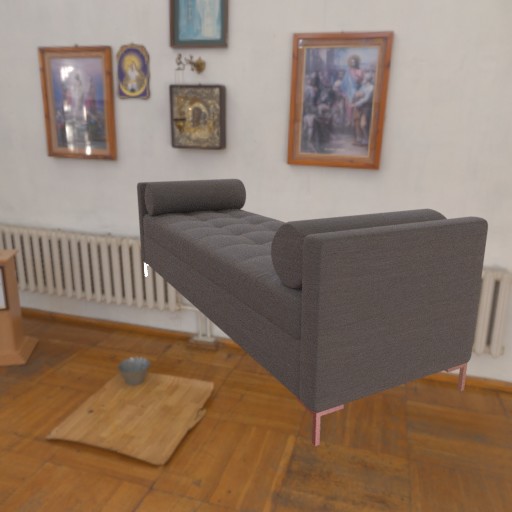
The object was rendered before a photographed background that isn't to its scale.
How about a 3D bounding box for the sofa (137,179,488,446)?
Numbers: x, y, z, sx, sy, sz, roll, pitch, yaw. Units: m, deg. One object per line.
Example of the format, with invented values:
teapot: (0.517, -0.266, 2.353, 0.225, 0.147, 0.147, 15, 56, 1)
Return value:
sofa: (0.000, 0.000, 2.210, 0.686, 0.635, 1.981, -7, 16, -27)
